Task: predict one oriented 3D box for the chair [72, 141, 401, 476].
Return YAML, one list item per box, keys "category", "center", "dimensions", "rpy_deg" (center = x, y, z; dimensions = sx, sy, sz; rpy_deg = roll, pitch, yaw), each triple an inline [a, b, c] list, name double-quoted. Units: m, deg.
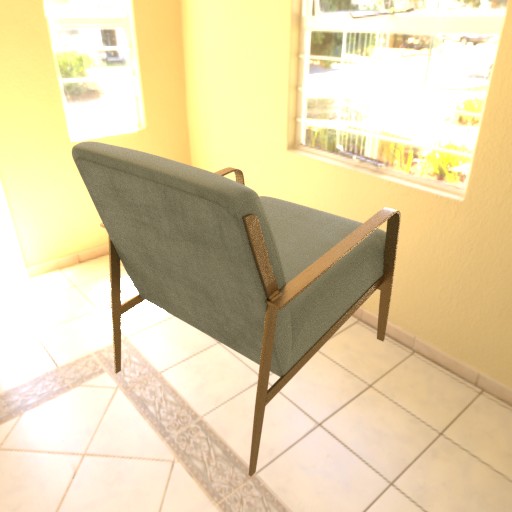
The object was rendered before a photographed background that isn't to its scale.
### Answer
- category: "chair"
  center: [0.000, 0.000, 1.468]
  dimensions: [0.701, 0.824, 0.842]
  rpy_deg: [22, 35, 34]
